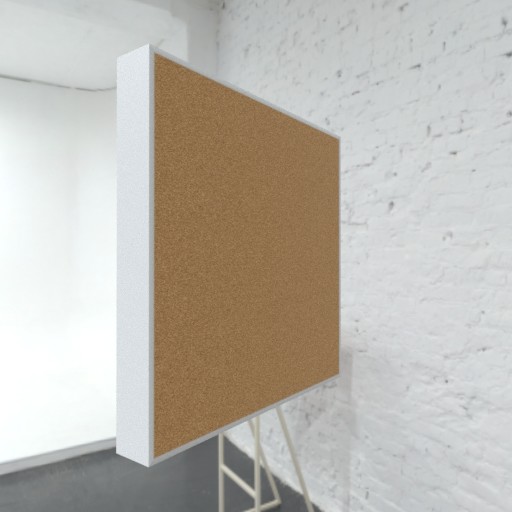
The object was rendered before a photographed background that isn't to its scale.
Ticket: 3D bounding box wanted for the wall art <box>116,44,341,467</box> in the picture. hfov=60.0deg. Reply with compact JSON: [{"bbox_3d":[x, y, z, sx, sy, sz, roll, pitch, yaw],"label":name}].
[{"bbox_3d":[0.000,0.000,0.451,0.038,0.304,0.305,0,0,37],"label":"wall art"}]
